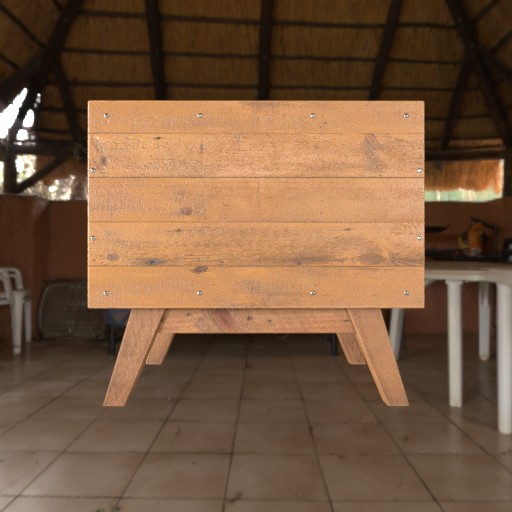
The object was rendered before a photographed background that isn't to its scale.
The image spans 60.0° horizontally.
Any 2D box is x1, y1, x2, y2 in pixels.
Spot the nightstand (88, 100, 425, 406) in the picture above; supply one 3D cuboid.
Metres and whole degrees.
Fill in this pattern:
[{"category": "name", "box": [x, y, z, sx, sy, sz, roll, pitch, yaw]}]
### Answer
[{"category": "nightstand", "box": [0.000, 0.000, 1.078, 0.650, 0.599, 0.450, 0, 0, 0]}]
